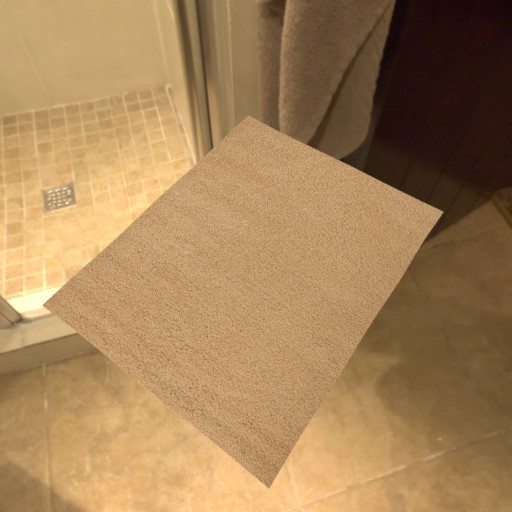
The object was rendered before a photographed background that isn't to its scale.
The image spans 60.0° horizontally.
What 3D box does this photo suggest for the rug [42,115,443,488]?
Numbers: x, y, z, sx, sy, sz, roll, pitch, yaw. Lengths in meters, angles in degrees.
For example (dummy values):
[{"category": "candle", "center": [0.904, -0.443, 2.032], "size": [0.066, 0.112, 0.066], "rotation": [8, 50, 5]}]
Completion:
[{"category": "rug", "center": [0.000, 0.000, 4.113], "size": [2.400, 0.026, 3.000], "rotation": [32, 63, 18]}]
